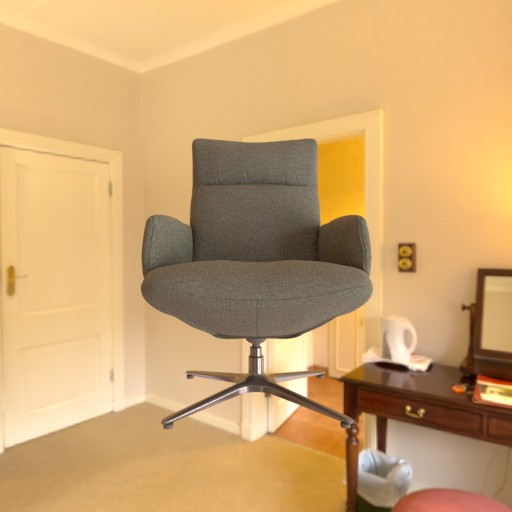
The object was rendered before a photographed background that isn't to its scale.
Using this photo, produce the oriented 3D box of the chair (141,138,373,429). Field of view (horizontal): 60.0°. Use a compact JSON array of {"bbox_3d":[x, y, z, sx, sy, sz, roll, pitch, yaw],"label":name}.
[{"bbox_3d":[0.000,0.000,1.560,0.702,0.984,0.831,0,2,-1],"label":"chair"}]
